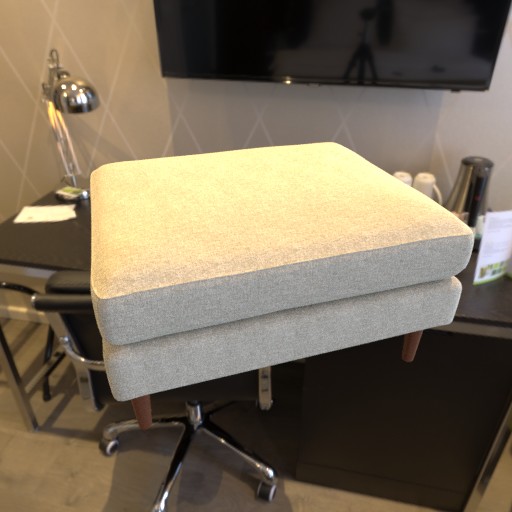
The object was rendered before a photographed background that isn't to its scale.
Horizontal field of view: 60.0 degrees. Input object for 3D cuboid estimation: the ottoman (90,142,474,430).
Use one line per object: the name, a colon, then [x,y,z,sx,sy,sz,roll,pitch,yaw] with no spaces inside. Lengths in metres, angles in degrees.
ottoman: [0.000,0.000,1.230,0.821,0.474,0.693,-9,32,-15]
